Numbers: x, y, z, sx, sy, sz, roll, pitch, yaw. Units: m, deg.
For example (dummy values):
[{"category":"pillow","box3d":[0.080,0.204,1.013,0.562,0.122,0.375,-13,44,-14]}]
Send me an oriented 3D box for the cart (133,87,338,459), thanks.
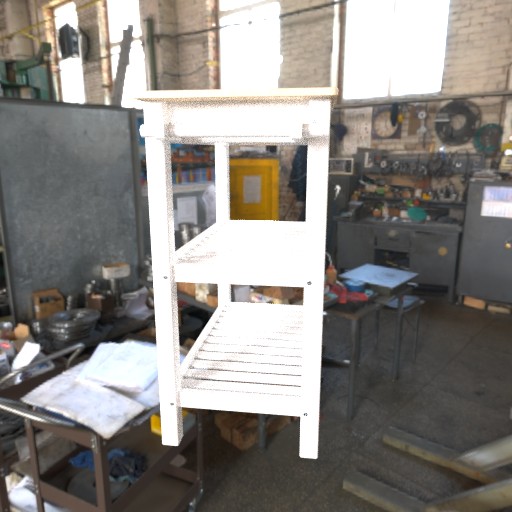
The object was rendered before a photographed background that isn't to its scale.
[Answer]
[{"category":"cart","box3d":[0.000,0.000,1.441,0.457,0.927,0.899,2,14,8]}]
